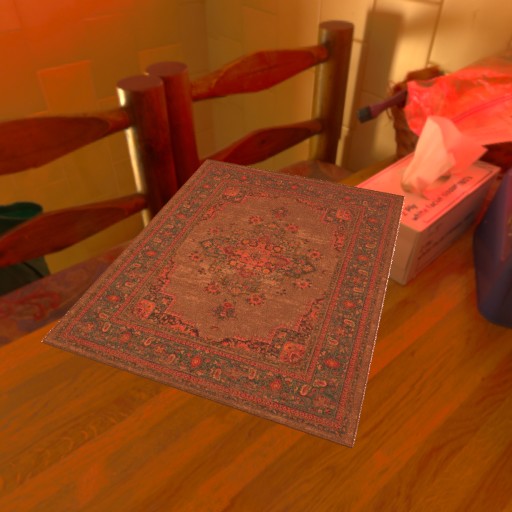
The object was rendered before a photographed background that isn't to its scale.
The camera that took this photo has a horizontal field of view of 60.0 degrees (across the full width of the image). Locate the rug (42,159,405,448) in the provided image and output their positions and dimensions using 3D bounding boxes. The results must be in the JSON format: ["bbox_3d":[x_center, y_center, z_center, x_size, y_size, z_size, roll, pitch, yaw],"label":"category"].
[{"bbox_3d":[0.000,0.000,4.199,2.434,0.013,3.057,14,43,15],"label":"rug"}]
